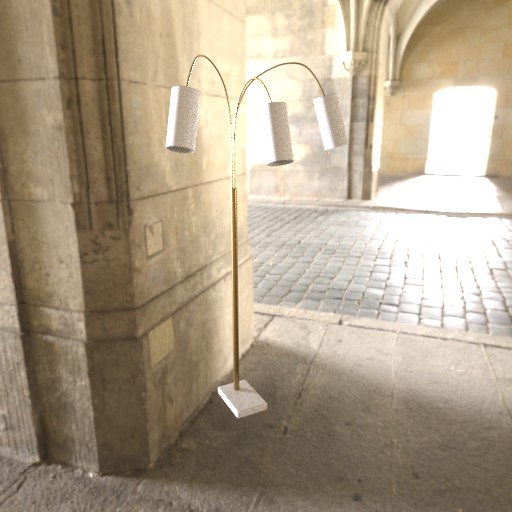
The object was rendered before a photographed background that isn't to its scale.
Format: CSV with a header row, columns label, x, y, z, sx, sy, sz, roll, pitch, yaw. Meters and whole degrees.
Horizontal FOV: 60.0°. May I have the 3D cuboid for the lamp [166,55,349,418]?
label,x,y,z,sx,sy,sz,roll,pitch,yaw
lamp,0.000,0.000,2.484,1.020,2.055,0.667,-8,18,-26
